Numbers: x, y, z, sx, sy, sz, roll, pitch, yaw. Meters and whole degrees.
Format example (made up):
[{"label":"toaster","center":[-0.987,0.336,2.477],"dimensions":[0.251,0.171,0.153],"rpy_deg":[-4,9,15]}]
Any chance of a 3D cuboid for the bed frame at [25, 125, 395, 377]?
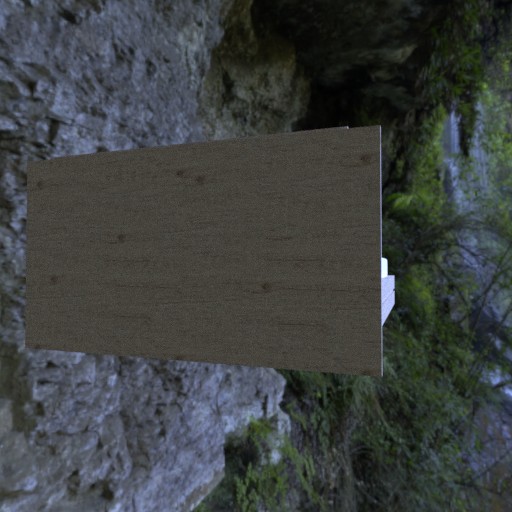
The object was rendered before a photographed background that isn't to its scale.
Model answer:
[{"label":"bed frame","center":[0.000,0.000,2.949],"dimensions":[1.750,0.970,2.080],"rpy_deg":[0,-1,20]}]
